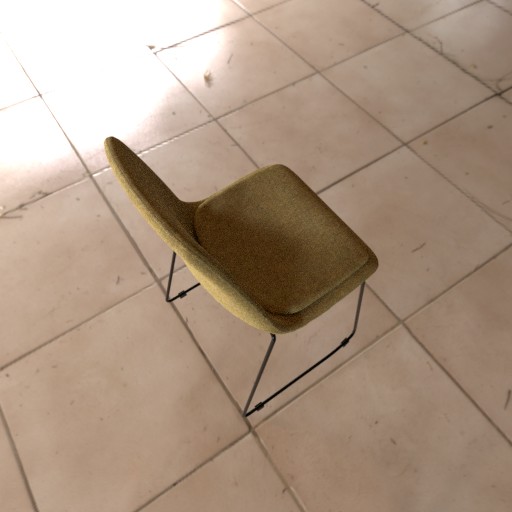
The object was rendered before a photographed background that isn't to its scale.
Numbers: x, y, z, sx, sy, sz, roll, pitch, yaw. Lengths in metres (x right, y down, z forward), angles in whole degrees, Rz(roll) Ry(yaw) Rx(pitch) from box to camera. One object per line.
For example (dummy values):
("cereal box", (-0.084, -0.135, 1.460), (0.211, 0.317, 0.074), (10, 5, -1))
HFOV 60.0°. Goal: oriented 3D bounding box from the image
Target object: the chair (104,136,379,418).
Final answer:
("chair", (0.000, 0.000, 1.129), (0.496, 0.849, 0.479), (-31, 63, -18))
